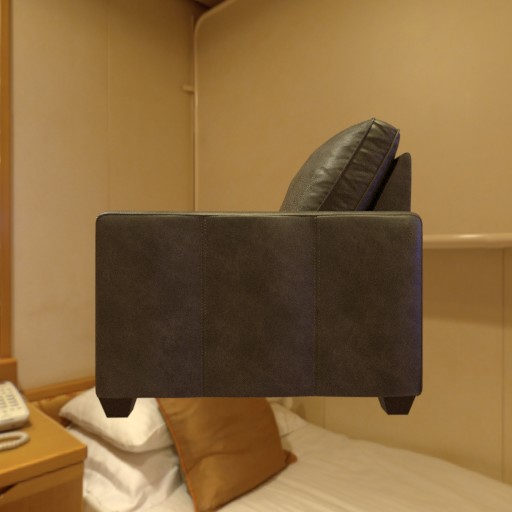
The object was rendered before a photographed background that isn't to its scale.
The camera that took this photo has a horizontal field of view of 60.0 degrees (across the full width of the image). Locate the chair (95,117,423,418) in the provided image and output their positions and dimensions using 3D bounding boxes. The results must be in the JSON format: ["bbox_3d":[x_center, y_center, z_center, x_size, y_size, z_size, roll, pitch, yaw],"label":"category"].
[{"bbox_3d":[0.000,0.000,1.733,0.939,0.916,1.006,0,0,-2],"label":"chair"}]
